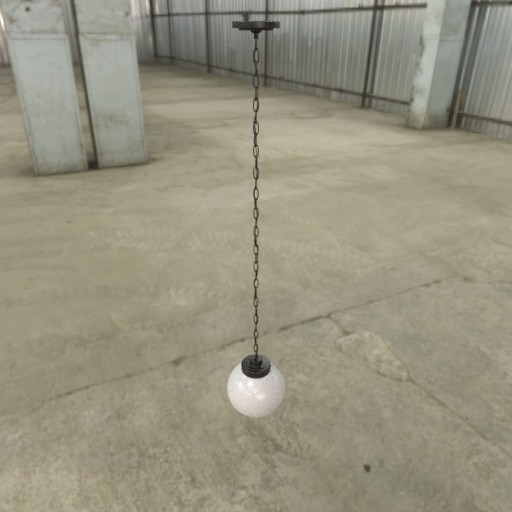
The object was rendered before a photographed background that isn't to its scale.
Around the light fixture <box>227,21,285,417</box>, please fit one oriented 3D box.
[{"bbox_3d":[0.000,0.000,1.996,0.304,1.867,0.305,0,27,0],"label":"light fixture"}]
